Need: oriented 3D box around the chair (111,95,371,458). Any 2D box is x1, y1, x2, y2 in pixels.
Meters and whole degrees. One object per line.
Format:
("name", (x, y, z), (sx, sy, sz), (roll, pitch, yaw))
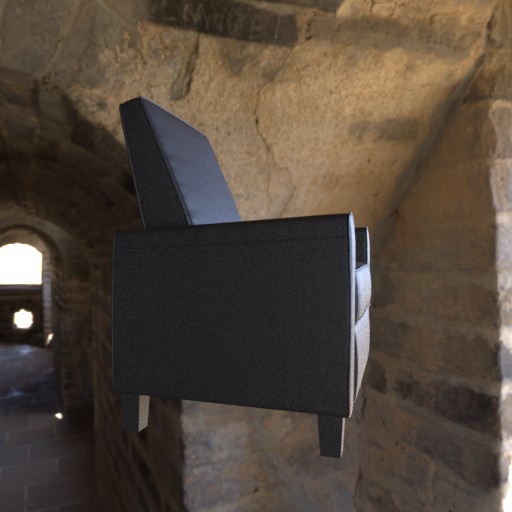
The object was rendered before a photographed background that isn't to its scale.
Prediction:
("chair", (0.000, 0.000, 1.512), (0.746, 1.013, 0.705), (0, 0, 18))
